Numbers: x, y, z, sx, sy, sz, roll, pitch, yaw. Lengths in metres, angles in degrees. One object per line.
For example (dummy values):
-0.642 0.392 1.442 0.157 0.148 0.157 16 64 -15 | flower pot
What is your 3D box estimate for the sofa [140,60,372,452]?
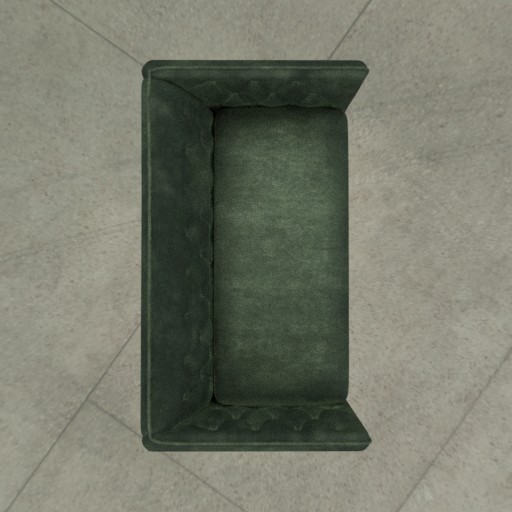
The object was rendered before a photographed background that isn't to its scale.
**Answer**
0.000 0.000 2.068 0.895 0.768 1.537 0 89 0 | sofa
